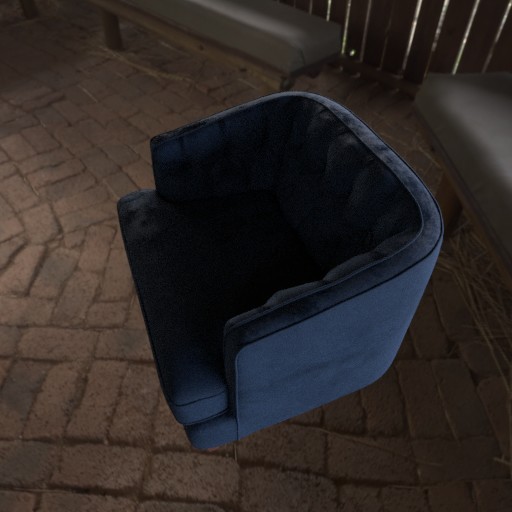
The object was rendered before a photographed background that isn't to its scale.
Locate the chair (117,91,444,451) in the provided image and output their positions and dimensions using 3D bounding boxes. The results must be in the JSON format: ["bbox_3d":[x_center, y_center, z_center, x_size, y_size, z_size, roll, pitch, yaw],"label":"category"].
[{"bbox_3d":[0.000,0.000,1.723,0.940,0.852,1.094,-16,49,-14],"label":"chair"}]
